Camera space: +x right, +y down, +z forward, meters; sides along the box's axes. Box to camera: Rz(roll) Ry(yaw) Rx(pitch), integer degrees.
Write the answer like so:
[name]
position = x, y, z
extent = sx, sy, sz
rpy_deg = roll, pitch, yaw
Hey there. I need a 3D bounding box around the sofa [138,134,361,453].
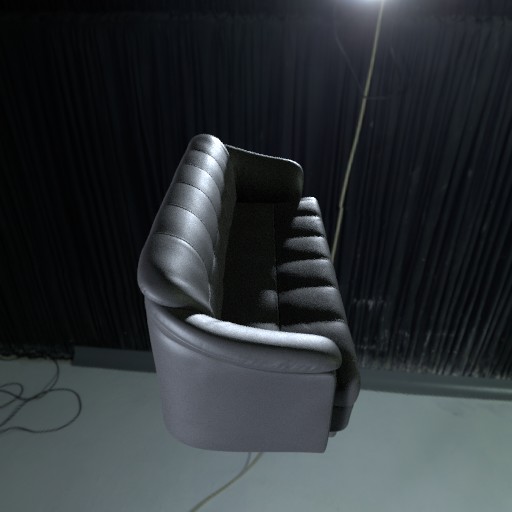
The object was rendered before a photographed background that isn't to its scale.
[sofa]
position = 0.000, 0.000, 2.249
extent = 0.800, 0.811, 1.829
rpy_deg = 0, 32, 1
